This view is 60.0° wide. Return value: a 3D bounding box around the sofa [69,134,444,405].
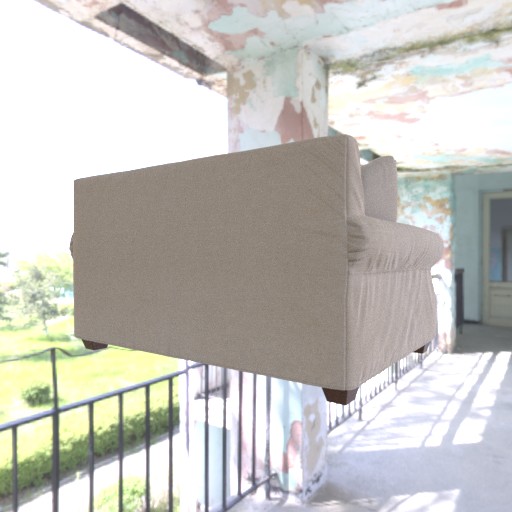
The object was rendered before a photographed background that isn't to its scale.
[{"bbox_3d":[0.000,0.000,2.137,1.550,0.905,1.070,0,1,36],"label":"sofa"}]
